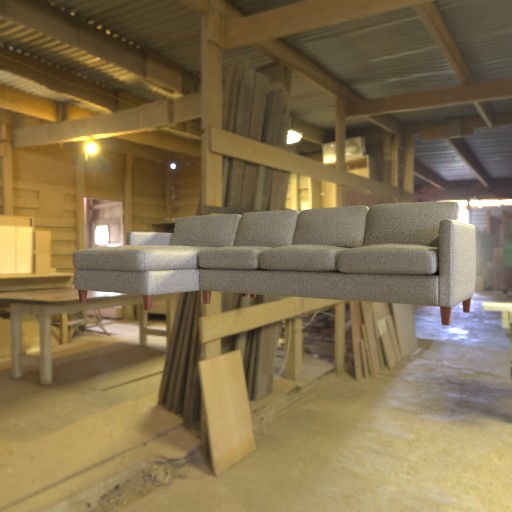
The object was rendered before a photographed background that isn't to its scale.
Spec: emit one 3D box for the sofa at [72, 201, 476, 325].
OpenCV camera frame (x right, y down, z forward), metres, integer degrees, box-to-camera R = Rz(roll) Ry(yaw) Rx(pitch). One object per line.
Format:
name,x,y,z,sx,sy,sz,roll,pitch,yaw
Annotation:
sofa,0.000,0.000,3.787,3.201,0.876,1.502,0,1,35
